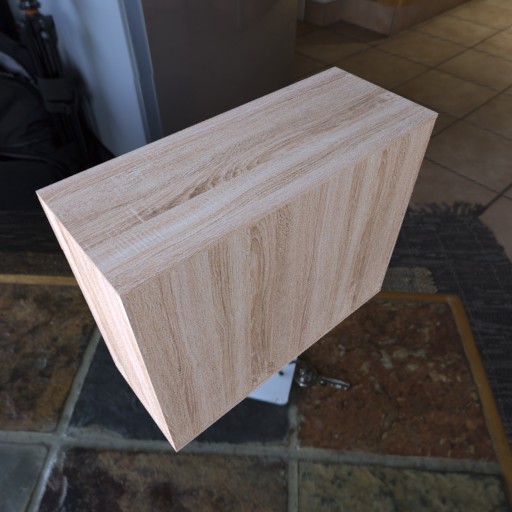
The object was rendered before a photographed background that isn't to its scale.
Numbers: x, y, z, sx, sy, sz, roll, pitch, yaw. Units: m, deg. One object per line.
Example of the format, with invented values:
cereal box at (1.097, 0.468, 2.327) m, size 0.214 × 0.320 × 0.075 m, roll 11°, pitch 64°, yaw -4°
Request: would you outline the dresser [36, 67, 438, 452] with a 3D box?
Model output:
dresser at (0.000, 0.000, 1.576) m, size 1.100 × 0.900 × 0.450 m, roll -32°, pitch 55°, yaw -26°
